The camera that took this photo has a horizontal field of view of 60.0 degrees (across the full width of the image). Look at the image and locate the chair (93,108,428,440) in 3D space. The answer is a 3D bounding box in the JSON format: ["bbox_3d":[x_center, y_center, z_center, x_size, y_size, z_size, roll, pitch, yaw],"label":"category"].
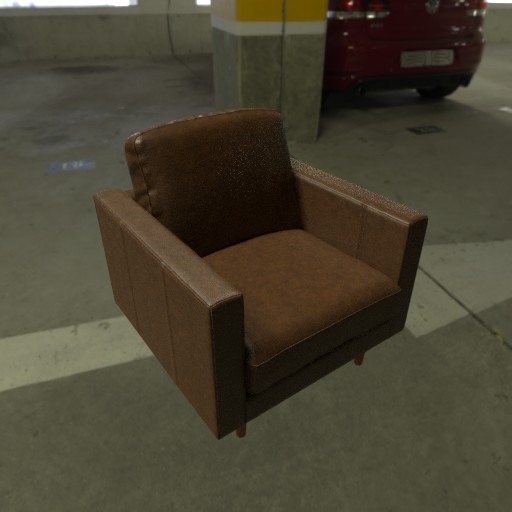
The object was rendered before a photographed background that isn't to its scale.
[{"bbox_3d":[0.000,0.000,1.708,0.890,0.956,0.909,-21,37,-30],"label":"chair"}]
